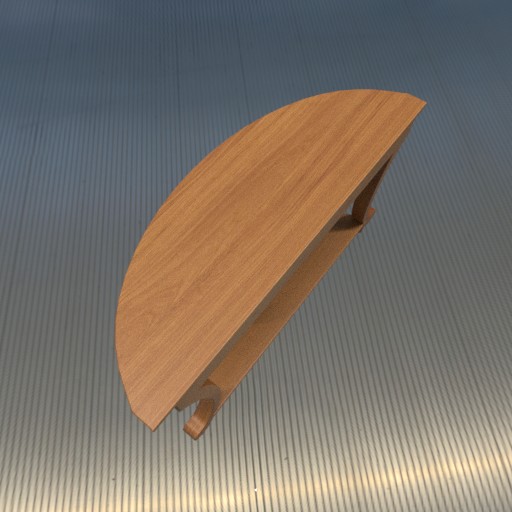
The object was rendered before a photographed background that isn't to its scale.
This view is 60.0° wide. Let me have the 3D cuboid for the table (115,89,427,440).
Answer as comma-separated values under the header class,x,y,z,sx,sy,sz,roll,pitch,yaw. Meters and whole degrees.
class,x,y,z,sx,sy,sz,roll,pitch,yaw
table,0.000,0.000,1.499,0.394,0.692,1.198,35,67,17
